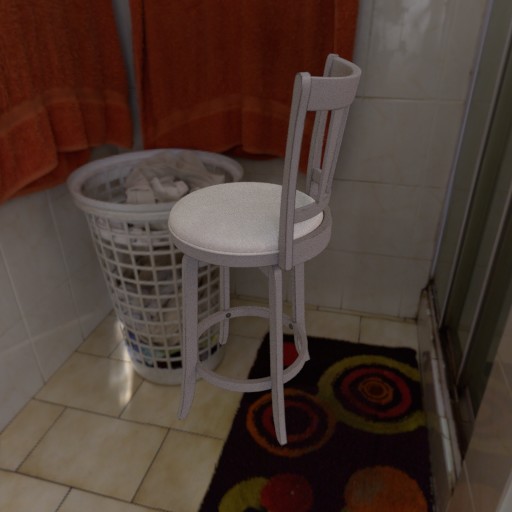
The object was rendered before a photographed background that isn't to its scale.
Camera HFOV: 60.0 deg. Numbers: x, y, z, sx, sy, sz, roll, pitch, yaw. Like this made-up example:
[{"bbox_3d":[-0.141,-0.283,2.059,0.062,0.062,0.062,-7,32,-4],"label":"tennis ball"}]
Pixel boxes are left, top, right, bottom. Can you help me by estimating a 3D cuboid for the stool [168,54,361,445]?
[{"bbox_3d":[0.000,0.000,1.260,0.475,1.023,0.436,8,30,14],"label":"stool"}]
